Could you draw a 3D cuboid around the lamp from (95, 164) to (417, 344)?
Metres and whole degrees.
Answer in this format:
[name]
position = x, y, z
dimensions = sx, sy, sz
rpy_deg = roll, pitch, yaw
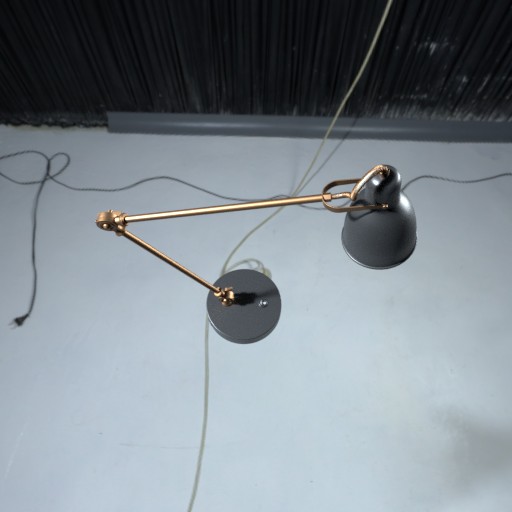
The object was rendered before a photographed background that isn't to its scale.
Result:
[lamp]
position = 0.000, 0.000, 0.868
dimensions = 0.561, 0.587, 0.187
rpy_deg = 2, 63, 1
